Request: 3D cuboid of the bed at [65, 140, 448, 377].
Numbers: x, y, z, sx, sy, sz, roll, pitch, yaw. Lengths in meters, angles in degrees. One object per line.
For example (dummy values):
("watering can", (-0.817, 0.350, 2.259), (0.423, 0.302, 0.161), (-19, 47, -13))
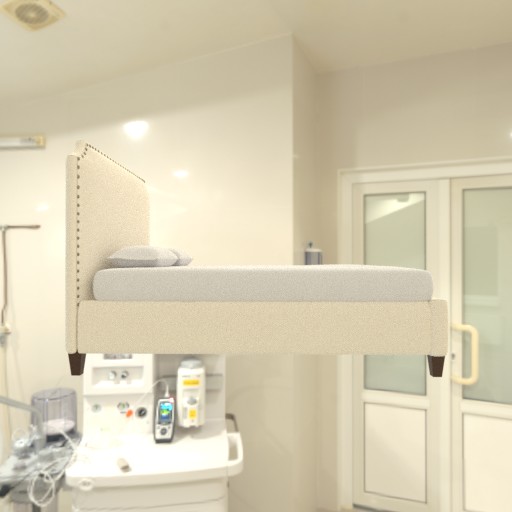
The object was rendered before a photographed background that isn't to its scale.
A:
("bed", (0.000, 0.000, 3.544), (2.372, 1.497, 1.712), (0, -1, 1))
